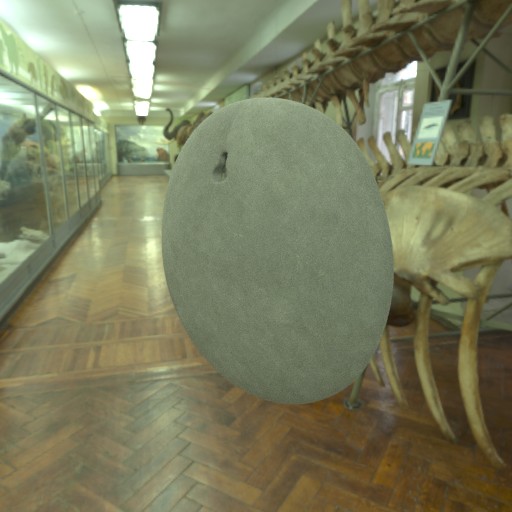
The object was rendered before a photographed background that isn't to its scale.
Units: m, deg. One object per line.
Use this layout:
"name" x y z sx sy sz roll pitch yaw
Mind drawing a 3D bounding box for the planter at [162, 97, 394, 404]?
"planter" 0.000 0.000 0.278 0.071 0.188 0.185 -13 19 -43
